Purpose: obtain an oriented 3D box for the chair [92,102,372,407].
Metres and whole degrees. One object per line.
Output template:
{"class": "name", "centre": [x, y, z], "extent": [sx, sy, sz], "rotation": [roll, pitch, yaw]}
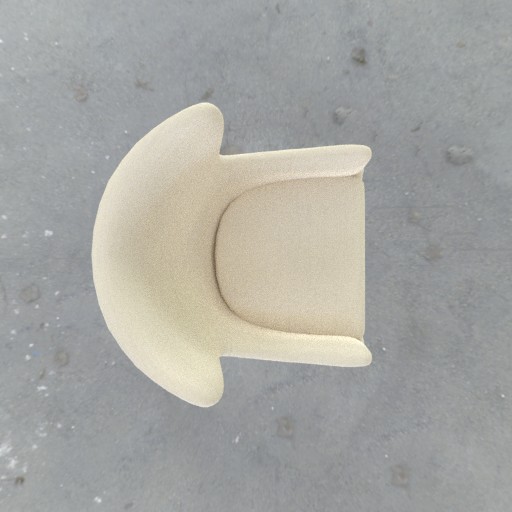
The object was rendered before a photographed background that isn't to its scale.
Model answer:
{"class": "chair", "centre": [0.000, 0.000, 1.473], "extent": [0.744, 0.990, 0.696], "rotation": [0, 90, 1]}
